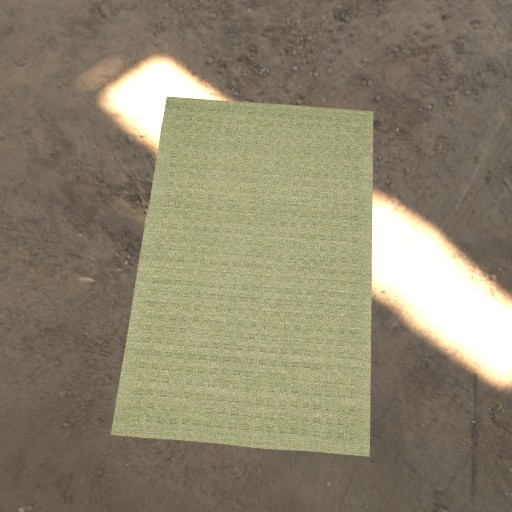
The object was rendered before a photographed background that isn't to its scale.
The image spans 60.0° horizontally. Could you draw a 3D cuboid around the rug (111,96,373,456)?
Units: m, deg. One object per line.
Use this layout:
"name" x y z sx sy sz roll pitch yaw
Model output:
"rug" 0.000 0.000 2.190 1.143 0.006 1.747 5 74 1
